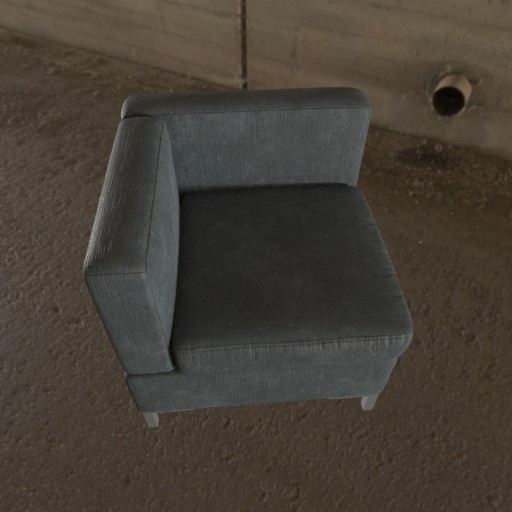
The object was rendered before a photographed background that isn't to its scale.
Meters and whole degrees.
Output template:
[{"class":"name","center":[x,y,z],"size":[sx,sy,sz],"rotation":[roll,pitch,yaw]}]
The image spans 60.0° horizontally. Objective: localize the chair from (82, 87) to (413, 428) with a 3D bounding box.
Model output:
[{"class":"chair","center":[0.000,0.000,1.220],"size":[0.680,0.660,0.680],"rotation":[-3,47,-3]}]
